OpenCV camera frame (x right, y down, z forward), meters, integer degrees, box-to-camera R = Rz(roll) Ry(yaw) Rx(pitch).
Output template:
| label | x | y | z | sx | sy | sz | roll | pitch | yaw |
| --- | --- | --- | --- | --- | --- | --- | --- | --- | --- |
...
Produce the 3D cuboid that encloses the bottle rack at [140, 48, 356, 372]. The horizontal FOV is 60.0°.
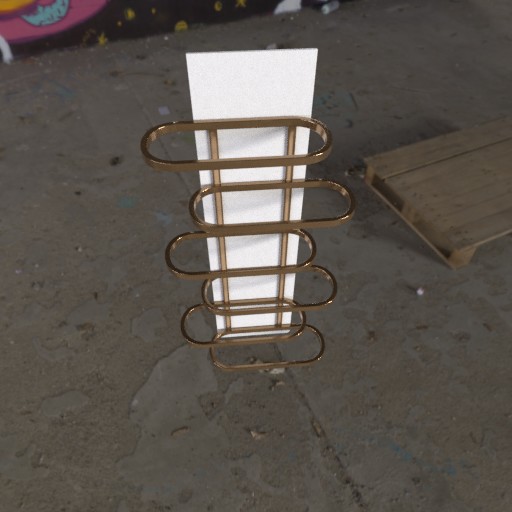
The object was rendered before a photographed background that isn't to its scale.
| label | x | y | z | sx | sy | sz | roll | pitch | yaw |
| --- | --- | --- | --- | --- | --- | --- | --- | --- | --- |
| bottle rack | 0.000 | 0.000 | 0.832 | 0.332 | 0.709 | 0.118 | -4 | 47 | -3 |
